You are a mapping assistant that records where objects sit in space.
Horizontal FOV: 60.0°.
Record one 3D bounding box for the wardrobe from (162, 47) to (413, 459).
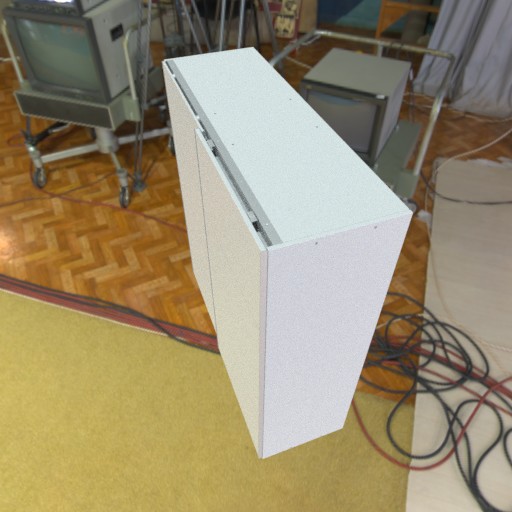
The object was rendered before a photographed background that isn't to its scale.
[{"bbox_3d":[0.000,0.000,2.907,0.629,1.960,1.780,-15,47,-14],"label":"wardrobe"}]
